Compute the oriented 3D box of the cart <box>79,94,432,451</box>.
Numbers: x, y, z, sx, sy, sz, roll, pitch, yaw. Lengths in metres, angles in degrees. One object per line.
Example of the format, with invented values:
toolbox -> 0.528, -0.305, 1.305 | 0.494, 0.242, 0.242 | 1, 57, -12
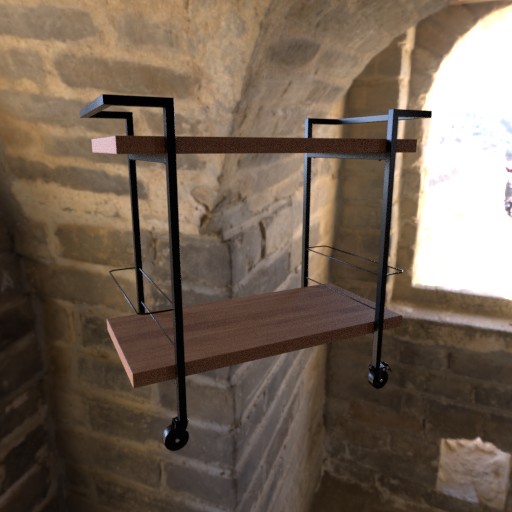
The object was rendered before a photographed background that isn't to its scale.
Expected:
cart -> 0.000, 0.000, 1.220 | 0.806, 0.762, 0.406 | -7, 15, -26
